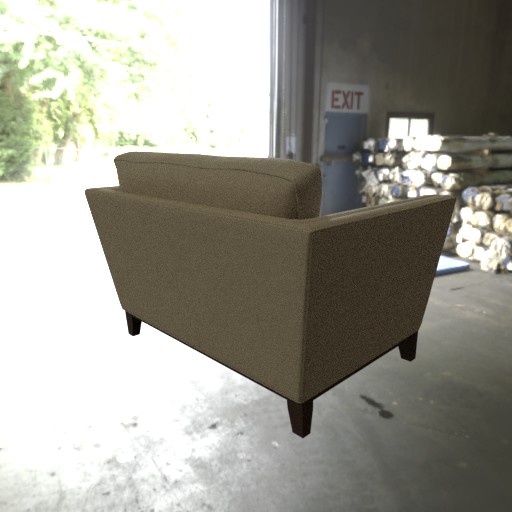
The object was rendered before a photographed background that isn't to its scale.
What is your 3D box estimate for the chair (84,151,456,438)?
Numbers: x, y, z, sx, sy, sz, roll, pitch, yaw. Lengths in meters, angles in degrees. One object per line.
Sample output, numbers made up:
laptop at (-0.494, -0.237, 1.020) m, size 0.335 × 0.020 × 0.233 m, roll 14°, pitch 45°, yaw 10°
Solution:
chair at (0.000, 0.000, 2.055) m, size 0.965 × 0.940 × 1.397 m, roll -14°, pitch 20°, yaw -43°
